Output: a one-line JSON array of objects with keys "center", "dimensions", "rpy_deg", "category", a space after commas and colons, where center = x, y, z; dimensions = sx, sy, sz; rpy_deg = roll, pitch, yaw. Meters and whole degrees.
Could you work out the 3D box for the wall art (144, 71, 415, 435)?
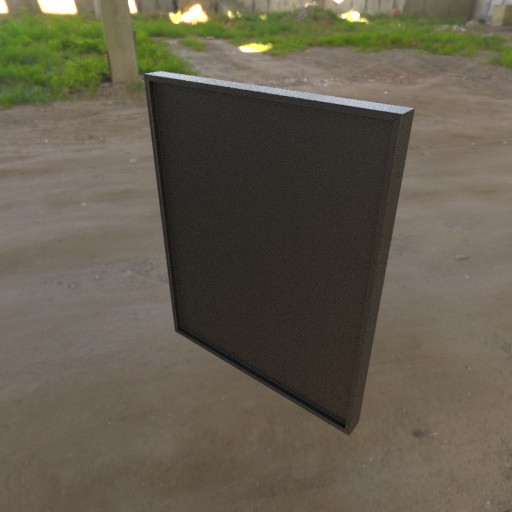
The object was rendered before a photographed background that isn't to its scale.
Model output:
[{"center": [0.000, 0.000, 0.772], "dimensions": [0.449, 0.555, 0.039], "rpy_deg": [22, 37, 32], "category": "wall art"}]
